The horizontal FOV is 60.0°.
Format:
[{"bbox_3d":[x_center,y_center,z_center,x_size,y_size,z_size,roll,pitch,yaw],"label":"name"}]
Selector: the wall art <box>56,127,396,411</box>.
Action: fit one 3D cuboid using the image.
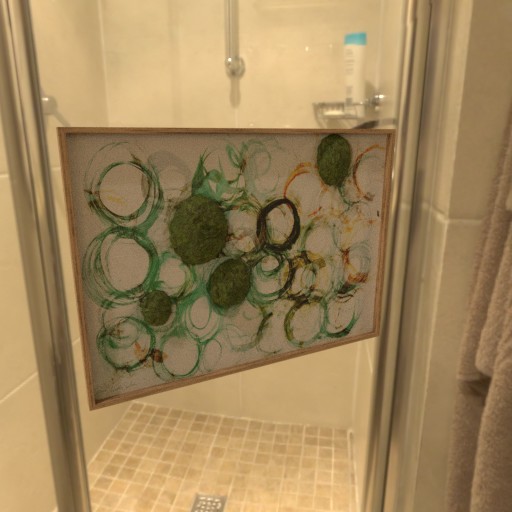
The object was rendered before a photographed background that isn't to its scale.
[{"bbox_3d":[0.000,0.000,1.100,0.841,0.609,0.063,-8,17,-26],"label":"wall art"}]
